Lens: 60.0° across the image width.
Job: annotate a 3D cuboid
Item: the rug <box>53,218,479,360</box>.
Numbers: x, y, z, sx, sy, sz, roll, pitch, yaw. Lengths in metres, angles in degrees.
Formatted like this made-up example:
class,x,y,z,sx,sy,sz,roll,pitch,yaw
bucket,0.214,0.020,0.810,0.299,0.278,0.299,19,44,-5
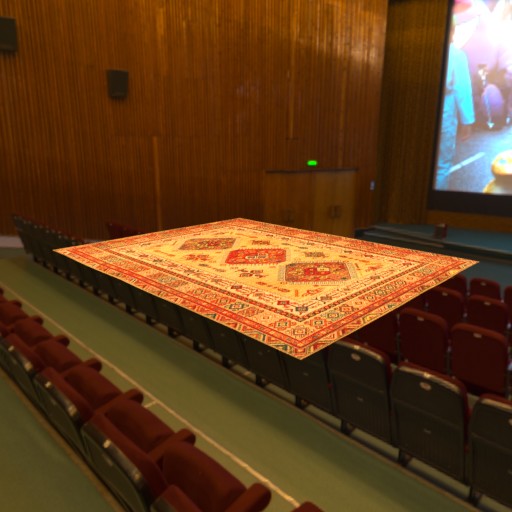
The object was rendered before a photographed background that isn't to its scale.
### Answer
class,x,y,z,sx,sy,sz,roll,pitch,yaw
rug,0.000,0.000,4.050,3.067,0.005,2.460,14,21,43
